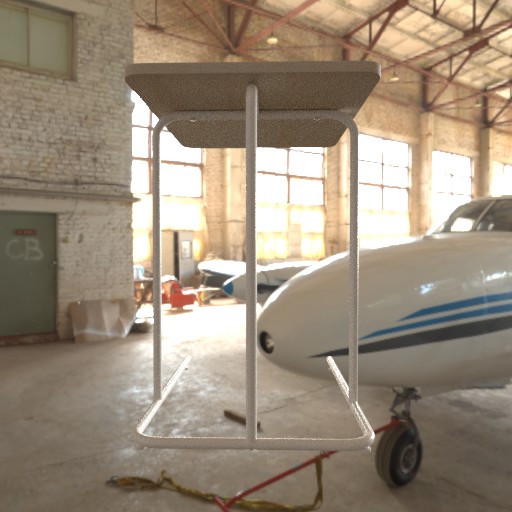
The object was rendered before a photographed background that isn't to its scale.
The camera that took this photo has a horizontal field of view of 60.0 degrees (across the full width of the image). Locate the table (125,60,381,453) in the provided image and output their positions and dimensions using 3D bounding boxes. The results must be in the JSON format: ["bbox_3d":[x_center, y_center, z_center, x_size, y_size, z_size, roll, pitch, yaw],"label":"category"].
[{"bbox_3d":[0.000,0.000,0.859,0.370,0.550,0.480,0,1,2],"label":"table"}]
